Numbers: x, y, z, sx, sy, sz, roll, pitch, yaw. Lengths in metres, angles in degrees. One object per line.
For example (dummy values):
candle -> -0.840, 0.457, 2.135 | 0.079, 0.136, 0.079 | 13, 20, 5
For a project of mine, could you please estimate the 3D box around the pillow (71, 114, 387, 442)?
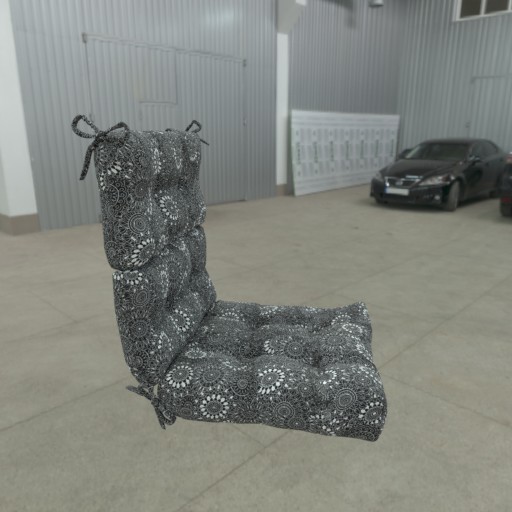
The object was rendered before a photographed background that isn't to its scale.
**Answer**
pillow -> 0.000, 0.000, 1.009 | 0.571, 0.605, 0.519 | 3, 16, 9
